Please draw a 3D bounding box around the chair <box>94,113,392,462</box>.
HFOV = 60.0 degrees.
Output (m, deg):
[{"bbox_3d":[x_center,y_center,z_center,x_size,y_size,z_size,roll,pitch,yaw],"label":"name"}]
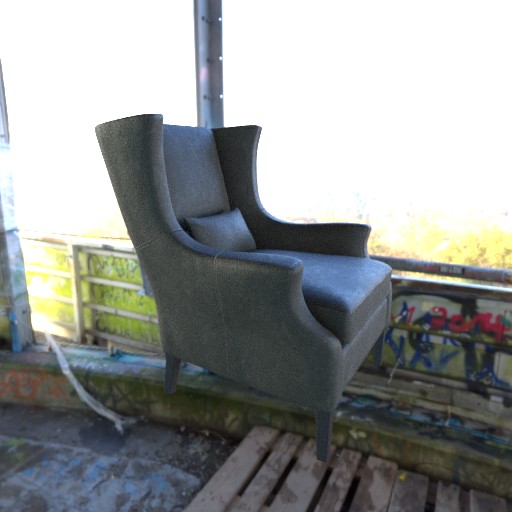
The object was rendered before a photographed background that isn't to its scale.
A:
[{"bbox_3d":[0.000,0.000,1.705,0.926,1.016,0.853,7,15,27],"label":"chair"}]
